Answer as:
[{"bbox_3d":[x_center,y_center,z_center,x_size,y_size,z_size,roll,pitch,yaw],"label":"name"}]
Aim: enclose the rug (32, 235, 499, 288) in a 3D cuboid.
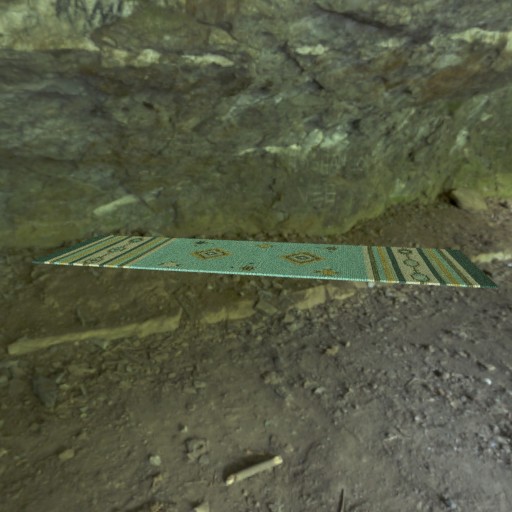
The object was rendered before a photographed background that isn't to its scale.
[{"bbox_3d":[0.000,0.000,2.637,2.441,0.010,0.744,3,15,10],"label":"rug"}]
